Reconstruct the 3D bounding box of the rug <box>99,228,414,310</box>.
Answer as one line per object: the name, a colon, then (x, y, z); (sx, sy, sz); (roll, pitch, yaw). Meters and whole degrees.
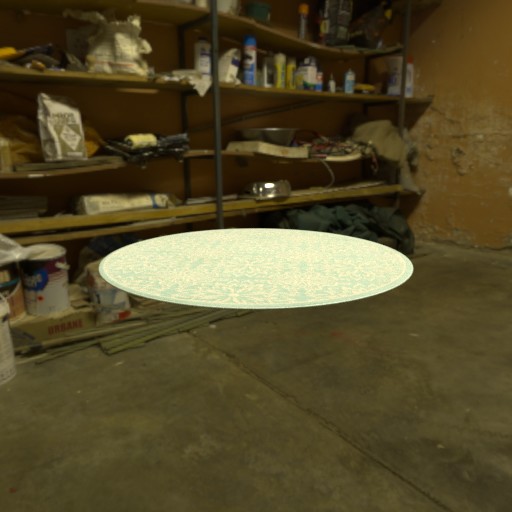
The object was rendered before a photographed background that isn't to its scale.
rug: (0.000, 0.000, 2.371); (1.593, 0.012, 1.593); (0, 14, 0)
